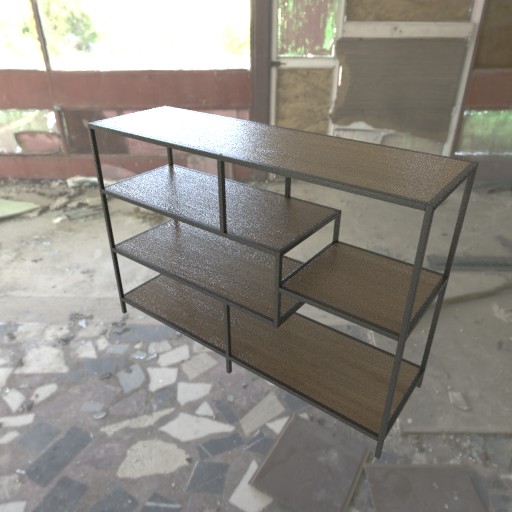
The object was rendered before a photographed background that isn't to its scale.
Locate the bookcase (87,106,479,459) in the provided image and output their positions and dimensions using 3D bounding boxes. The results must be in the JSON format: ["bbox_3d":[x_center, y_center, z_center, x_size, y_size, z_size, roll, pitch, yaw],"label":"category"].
[{"bbox_3d":[0.000,0.000,1.484,1.140,0.780,0.350,21,36,32],"label":"bookcase"}]
